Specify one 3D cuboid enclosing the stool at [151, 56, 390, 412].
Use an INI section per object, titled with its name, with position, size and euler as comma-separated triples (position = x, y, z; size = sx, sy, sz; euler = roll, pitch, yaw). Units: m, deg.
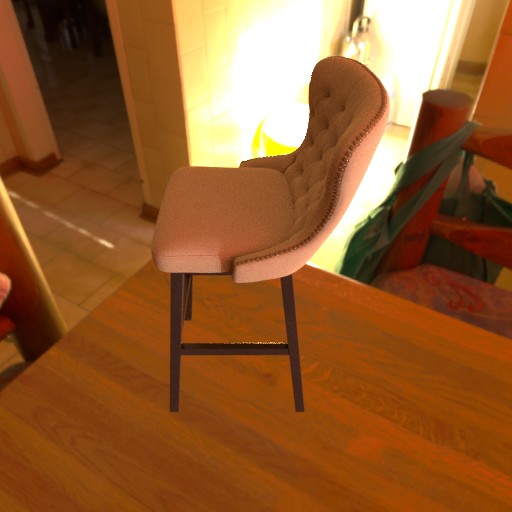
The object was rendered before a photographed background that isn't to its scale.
[stool]
position = 0.000, 0.000, 1.369
size = 0.605, 1.066, 0.528
euler = 0, 41, 0
